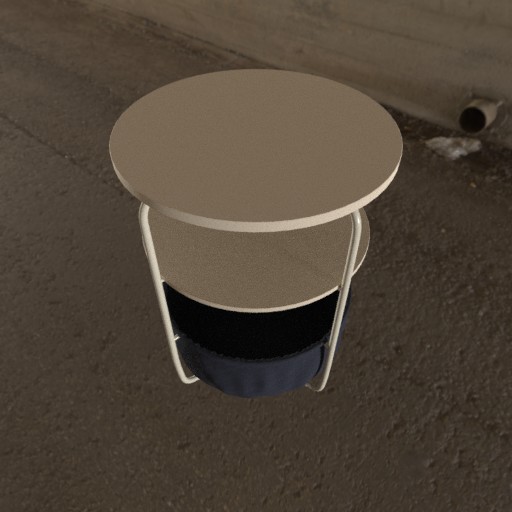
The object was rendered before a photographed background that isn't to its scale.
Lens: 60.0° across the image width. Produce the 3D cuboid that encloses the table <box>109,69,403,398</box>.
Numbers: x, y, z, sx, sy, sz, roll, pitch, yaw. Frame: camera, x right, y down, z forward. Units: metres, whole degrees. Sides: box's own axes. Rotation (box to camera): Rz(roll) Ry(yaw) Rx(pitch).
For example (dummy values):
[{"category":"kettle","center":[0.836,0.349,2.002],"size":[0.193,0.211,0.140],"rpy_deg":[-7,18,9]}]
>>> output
[{"category":"table","center":[0.000,0.000,0.838],"size":[0.418,0.532,0.418],"rpy_deg":[3,45,3]}]
